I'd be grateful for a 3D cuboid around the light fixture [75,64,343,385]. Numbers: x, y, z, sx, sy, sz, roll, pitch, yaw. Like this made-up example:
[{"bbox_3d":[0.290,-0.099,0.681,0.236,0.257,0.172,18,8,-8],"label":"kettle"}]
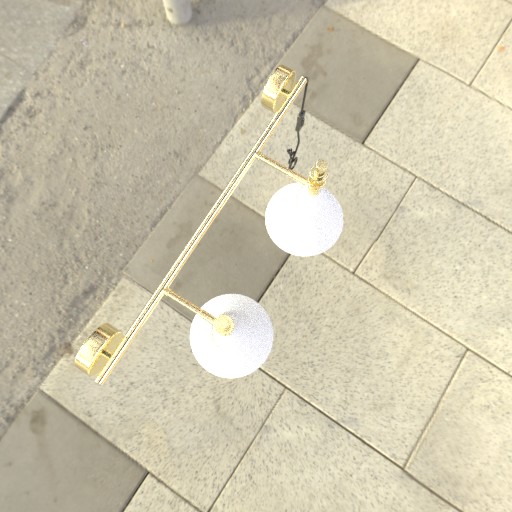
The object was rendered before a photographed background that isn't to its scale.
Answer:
[{"bbox_3d":[0.000,0.000,0.863,0.239,0.468,0.642,31,78,7],"label":"light fixture"}]
